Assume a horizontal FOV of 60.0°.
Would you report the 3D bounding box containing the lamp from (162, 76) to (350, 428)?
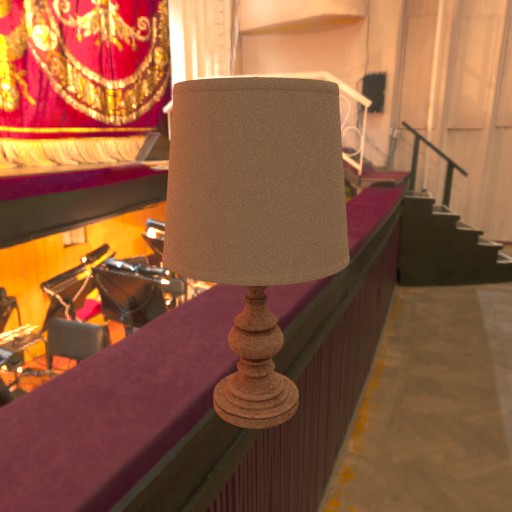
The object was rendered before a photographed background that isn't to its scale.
[{"bbox_3d":[0.000,0.000,0.658,0.273,0.497,0.273,0,16,0],"label":"lamp"}]
